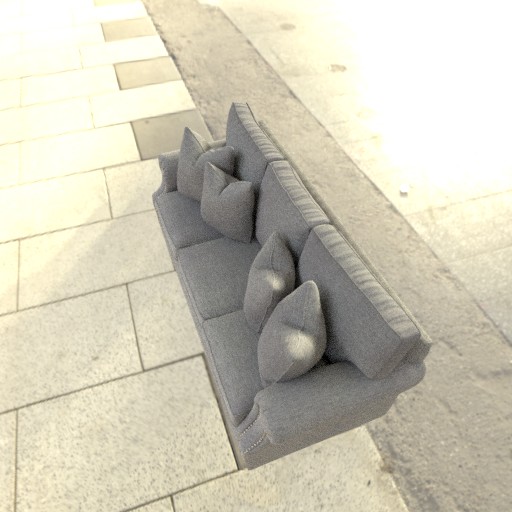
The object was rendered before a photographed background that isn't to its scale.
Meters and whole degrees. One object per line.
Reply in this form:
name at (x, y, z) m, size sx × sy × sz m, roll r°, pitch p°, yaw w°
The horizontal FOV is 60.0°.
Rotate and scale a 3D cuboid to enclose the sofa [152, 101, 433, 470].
sofa at (0.000, 0.000, 2.834) m, size 0.965 × 0.975 × 2.312 m, roll -16°, pitch 49°, yaw -14°
